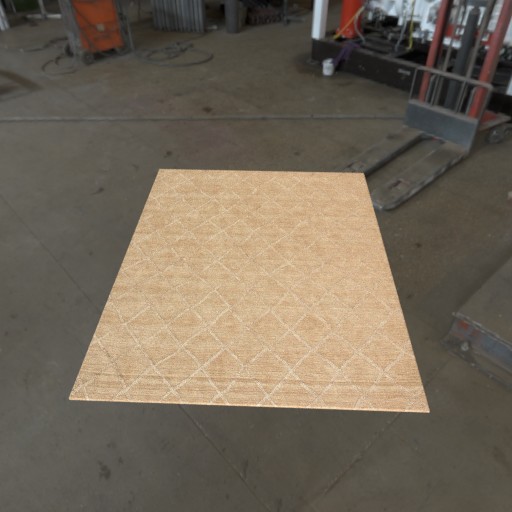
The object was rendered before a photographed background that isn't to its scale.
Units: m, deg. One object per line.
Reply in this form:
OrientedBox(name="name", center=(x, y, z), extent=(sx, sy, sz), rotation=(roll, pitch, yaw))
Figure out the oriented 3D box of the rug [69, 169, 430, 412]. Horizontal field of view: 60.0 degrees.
OrientedBox(name="rug", center=(0.000, 0.000, 4.107), extent=(2.420, 0.019, 3.039), rotation=(1, 41, 2))
